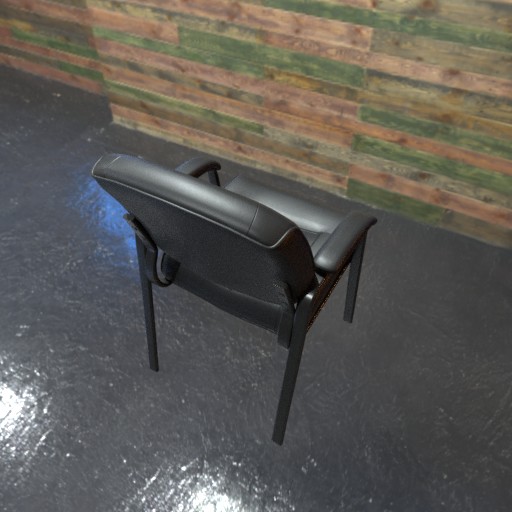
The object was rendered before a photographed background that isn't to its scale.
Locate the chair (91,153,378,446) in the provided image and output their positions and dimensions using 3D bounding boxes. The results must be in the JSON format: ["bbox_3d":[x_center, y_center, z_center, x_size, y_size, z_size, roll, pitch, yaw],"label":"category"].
[{"bbox_3d":[0.000,0.000,1.337,0.591,0.910,0.668,23,50,21],"label":"chair"}]
